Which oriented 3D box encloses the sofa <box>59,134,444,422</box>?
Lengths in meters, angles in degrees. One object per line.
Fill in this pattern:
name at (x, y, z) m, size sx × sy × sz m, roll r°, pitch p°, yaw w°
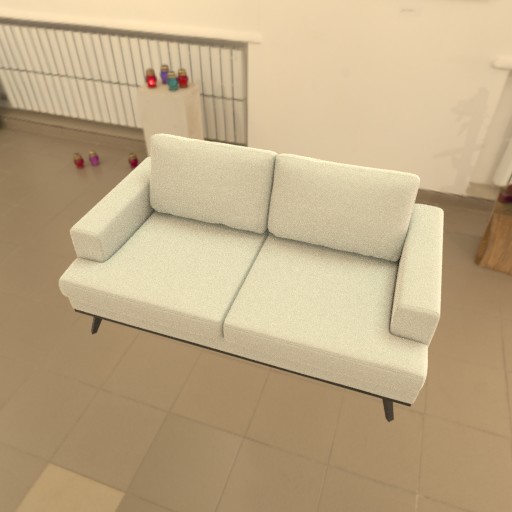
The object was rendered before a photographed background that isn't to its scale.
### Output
sofa at (0.000, 0.000, 2.153) m, size 1.650 × 0.810 × 0.920 m, roll 13°, pitch 43°, yaw 14°
